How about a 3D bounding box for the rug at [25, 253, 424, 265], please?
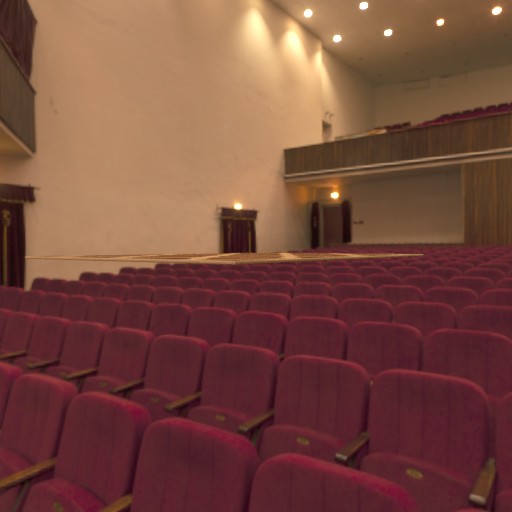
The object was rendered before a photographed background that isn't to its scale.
[{"bbox_3d":[0.000,0.000,2.937,1.526,0.014,2.290,1,1,37],"label":"rug"}]
